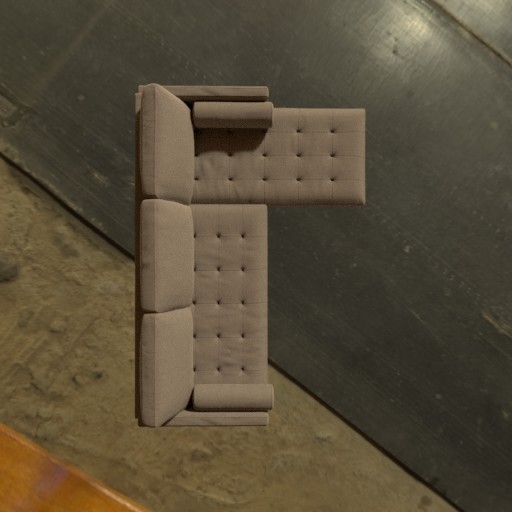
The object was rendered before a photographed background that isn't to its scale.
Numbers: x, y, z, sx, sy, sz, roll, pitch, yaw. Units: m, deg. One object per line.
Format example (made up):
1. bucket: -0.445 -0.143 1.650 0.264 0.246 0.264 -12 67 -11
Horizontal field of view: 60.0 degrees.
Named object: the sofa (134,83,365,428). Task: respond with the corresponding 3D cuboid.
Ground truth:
1. sofa: 0.000 0.000 2.983 1.506 0.875 2.178 0 90 -1
